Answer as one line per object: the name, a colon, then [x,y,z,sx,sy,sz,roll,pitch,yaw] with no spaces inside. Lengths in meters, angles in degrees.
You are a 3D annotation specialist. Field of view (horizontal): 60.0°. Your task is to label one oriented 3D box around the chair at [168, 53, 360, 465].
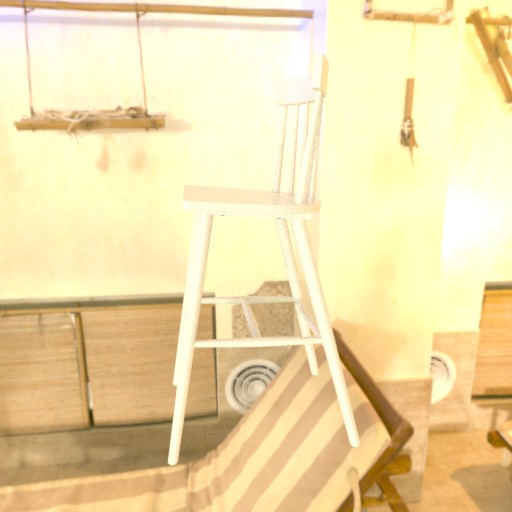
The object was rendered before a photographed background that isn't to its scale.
chair: [0.000,0.000,1.383,0.572,1.092,0.483,-2,14,-8]
